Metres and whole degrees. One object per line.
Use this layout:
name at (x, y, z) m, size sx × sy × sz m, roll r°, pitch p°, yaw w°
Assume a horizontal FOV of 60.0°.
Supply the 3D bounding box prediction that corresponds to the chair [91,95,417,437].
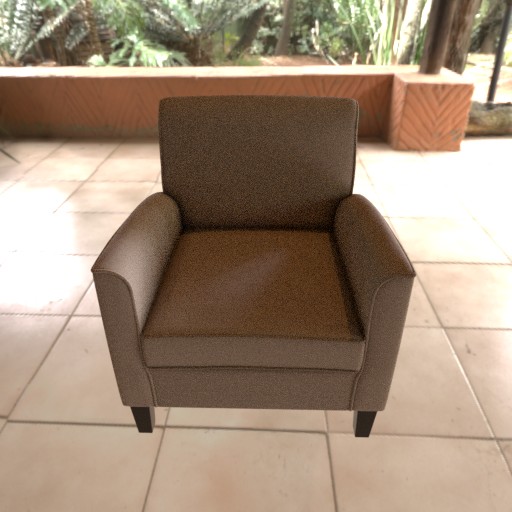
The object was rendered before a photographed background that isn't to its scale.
chair at (0.000, 0.000, 1.526) m, size 0.820 × 0.915 × 0.820 m, roll 1°, pitch 31°, yaw 1°
